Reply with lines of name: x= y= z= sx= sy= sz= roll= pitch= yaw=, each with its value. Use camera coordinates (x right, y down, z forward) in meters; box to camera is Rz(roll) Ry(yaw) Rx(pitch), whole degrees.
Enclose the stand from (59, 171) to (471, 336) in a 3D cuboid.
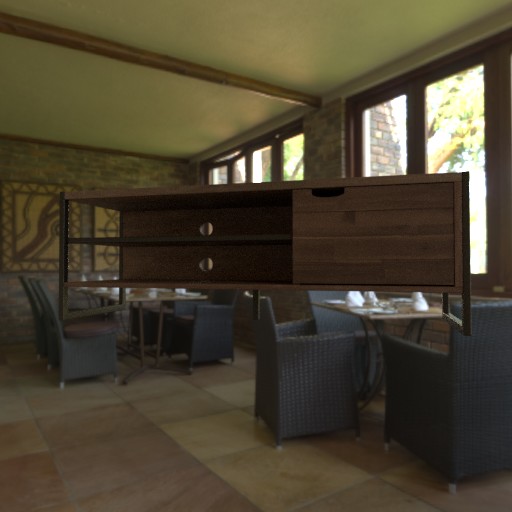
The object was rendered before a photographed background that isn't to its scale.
stand: x=0.000 y=0.000 z=1.765 sx=1.480 sy=0.506 sz=0.454 roll=0 pitch=-1 yaw=15
